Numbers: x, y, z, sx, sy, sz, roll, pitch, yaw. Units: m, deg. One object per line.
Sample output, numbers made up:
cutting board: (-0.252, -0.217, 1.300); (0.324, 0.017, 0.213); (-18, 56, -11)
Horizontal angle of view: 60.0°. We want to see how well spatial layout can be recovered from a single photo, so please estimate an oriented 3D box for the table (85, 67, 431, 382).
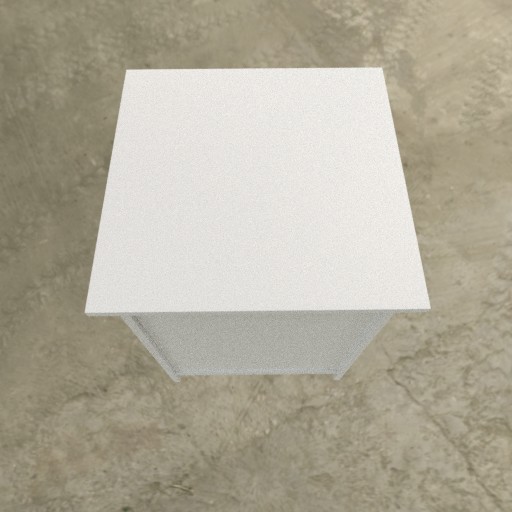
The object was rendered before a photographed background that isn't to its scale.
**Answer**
table: (0.000, 0.000, 0.787); (0.381, 0.483, 0.381); (-1, 63, 0)
